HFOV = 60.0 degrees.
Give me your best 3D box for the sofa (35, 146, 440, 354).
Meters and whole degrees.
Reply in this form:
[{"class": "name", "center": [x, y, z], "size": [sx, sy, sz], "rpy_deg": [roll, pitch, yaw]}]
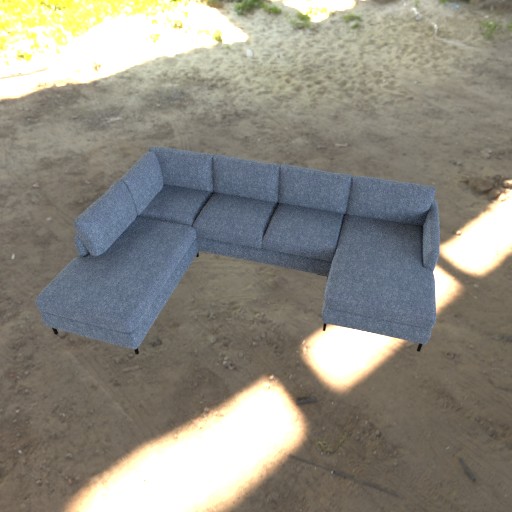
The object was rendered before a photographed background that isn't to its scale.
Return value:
[{"class": "sofa", "center": [0.000, 0.000, 3.501], "size": [2.737, 0.756, 1.879], "rpy_deg": [11, 42, 12]}]
